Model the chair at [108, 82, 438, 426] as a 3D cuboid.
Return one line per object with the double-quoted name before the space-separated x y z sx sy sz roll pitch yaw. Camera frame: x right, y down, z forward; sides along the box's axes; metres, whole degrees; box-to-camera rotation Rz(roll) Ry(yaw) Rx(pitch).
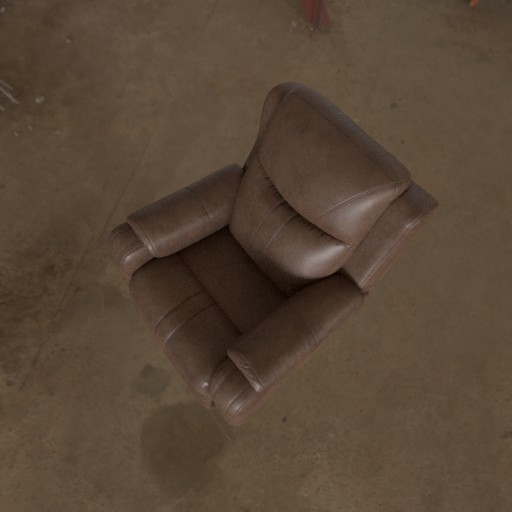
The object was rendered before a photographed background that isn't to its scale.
"chair" 0.000 0.000 1.869 1.067 0.990 0.940 -35 69 -16
